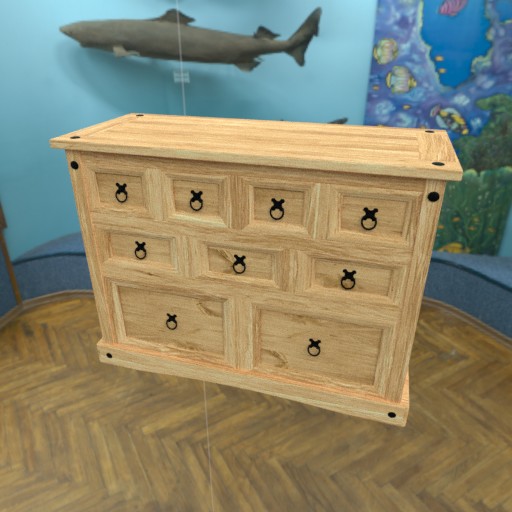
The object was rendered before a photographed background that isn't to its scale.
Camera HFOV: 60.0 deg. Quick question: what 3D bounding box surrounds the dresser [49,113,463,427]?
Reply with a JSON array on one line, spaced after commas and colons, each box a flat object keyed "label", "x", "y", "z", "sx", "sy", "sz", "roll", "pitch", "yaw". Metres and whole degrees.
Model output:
[{"label": "dresser", "x": 0.000, "y": 0.000, "z": 1.359, "sx": 0.990, "sy": 0.740, "sz": 0.410, "roll": 8, "pitch": 28, "yaw": 14}]
